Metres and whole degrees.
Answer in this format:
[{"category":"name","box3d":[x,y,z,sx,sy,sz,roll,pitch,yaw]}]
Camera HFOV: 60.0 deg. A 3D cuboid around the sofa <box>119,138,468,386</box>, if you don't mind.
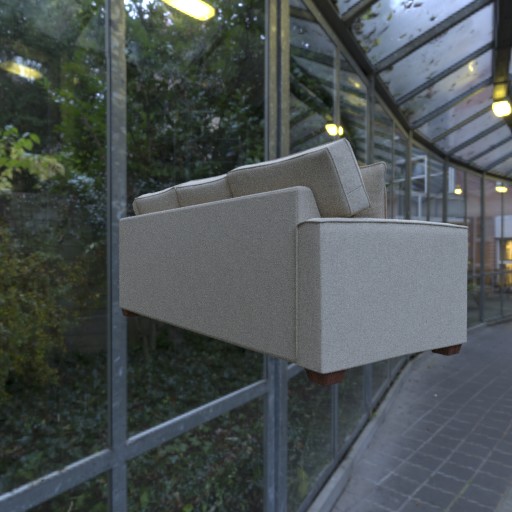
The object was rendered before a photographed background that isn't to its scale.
[{"category":"sofa","box3d":[0.000,0.000,2.859,1.061,0.962,2.317,0,1,-35]}]
